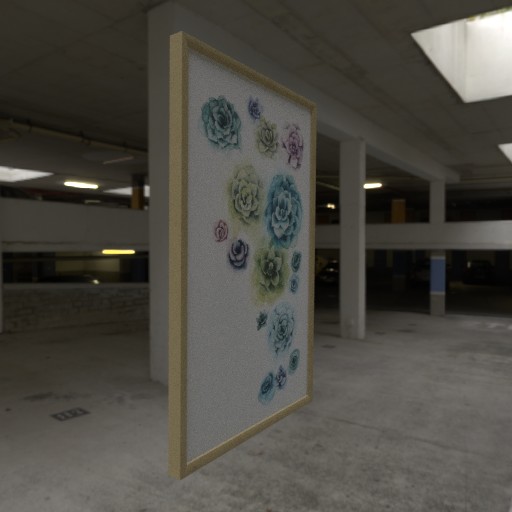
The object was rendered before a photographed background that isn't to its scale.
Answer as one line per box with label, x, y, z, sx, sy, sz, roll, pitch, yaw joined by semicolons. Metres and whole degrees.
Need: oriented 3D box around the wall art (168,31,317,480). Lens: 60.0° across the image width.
wall art;0.000;0.000;1.013;0.039;0.810;0.510;1;2;36
